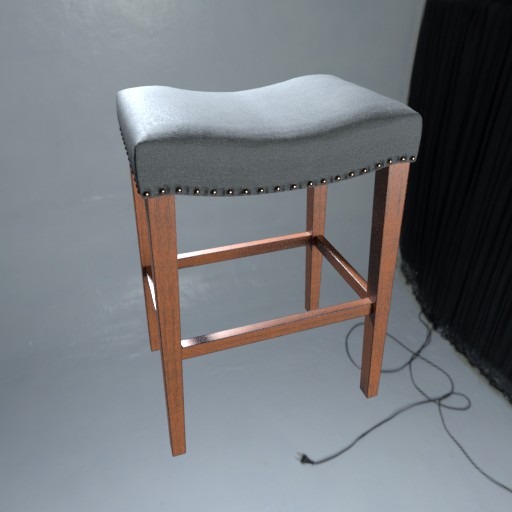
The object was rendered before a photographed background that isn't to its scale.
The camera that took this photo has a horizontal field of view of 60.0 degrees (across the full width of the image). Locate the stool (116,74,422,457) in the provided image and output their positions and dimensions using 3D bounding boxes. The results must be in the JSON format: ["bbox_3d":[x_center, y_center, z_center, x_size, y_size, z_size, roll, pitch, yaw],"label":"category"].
[{"bbox_3d":[0.000,0.000,0.852,0.439,0.612,0.320,-11,34,-16],"label":"stool"}]
